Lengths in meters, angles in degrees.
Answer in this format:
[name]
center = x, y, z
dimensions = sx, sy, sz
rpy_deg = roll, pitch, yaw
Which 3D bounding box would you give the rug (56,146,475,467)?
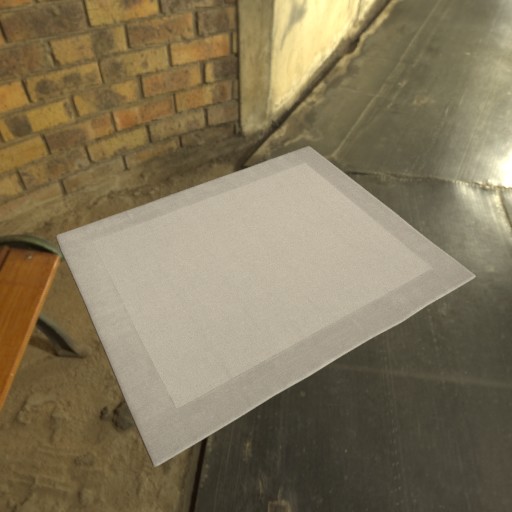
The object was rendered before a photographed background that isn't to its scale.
[rug]
center = 0.000, 0.000, 3.987
dimensions = 2.976, 0.018, 2.430
rpy_deg = -24, 51, -21
